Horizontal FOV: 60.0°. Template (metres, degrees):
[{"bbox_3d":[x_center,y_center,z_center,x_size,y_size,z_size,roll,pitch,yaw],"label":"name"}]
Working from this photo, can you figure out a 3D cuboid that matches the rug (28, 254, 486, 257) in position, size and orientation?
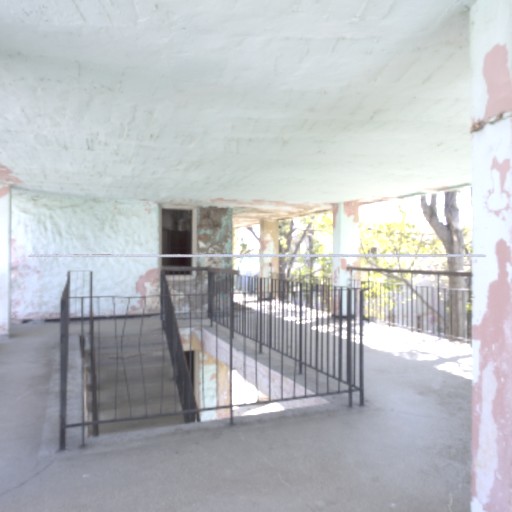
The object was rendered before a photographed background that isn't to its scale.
[{"bbox_3d":[0.000,0.000,2.944,2.275,0.014,1.514,0,0,-1],"label":"rug"}]
